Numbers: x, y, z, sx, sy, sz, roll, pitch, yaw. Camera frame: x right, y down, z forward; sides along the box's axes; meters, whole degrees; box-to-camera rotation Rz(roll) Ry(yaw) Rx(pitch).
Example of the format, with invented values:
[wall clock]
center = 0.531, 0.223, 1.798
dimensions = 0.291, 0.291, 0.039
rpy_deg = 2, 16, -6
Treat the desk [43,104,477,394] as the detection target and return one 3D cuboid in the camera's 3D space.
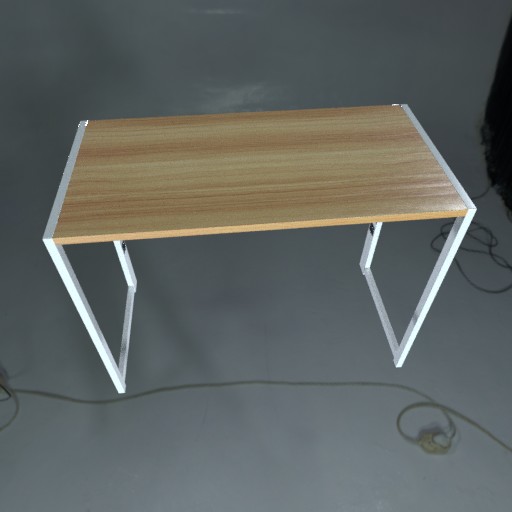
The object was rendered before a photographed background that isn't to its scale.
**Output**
[desk]
center = 0.000, 0.000, 1.475
dimensions = 1.016, 0.762, 0.508
rpy_deg = -4, 47, -4
